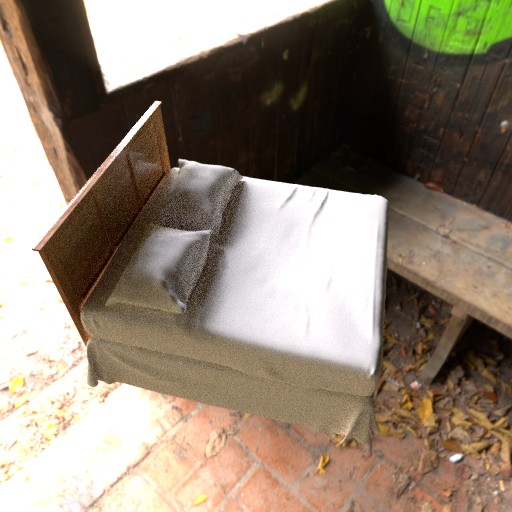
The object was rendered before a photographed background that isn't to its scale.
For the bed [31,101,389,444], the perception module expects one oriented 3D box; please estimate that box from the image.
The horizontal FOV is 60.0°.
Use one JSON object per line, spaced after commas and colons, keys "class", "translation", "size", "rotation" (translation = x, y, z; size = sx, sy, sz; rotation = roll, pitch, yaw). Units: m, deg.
{"class": "bed", "translation": [0.000, 0.000, 3.138], "size": [2.035, 1.273, 1.870], "rotation": [10, 47, 9]}
